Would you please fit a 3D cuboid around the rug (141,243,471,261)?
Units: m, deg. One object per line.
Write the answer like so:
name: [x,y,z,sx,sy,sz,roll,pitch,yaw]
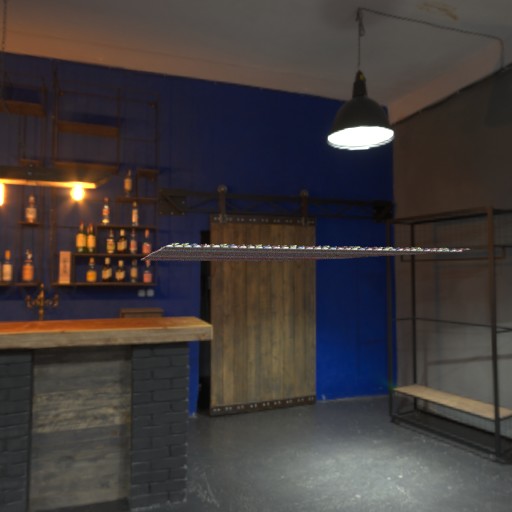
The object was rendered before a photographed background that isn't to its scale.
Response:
rug: [0.000,0.000,2.293,1.084,0.013,1.849,1,-2,-17]
